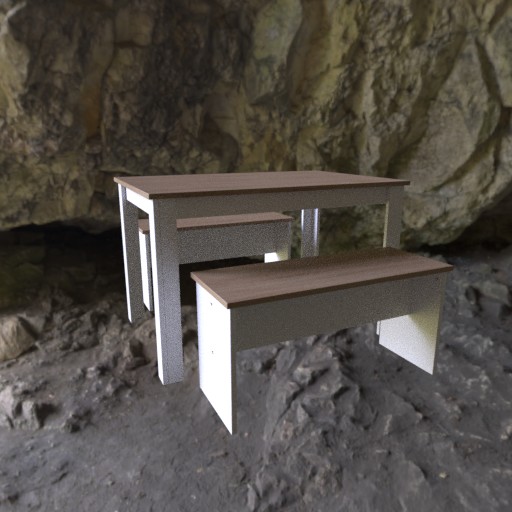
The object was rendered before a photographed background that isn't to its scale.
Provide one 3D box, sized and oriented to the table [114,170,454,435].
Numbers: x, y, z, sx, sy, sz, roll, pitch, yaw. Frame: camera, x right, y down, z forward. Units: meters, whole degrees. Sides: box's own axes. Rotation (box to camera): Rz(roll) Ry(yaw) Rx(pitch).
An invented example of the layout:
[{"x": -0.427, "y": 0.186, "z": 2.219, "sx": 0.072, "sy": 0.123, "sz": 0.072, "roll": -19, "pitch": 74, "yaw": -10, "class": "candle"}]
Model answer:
[{"x": 0.000, "y": 0.000, "z": 2.039, "sx": 1.100, "sy": 0.700, "sz": 1.443, "roll": -7, "pitch": 16, "yaw": -25, "class": "table"}]
